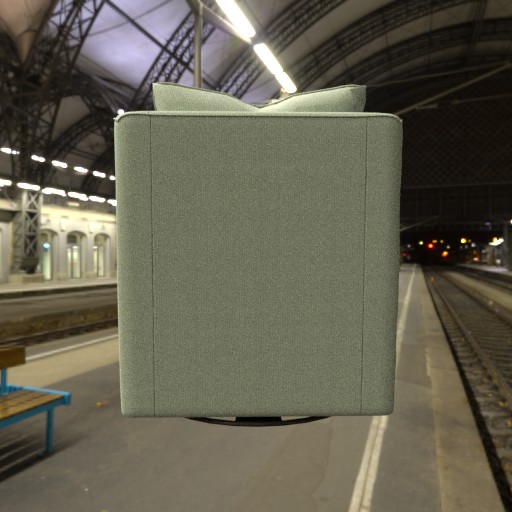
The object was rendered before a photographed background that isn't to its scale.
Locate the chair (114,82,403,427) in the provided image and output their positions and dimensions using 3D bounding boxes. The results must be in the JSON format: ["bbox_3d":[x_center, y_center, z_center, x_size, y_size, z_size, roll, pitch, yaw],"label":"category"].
[{"bbox_3d":[0.000,0.000,1.542,0.760,0.926,0.870,0,0,-1],"label":"chair"}]
